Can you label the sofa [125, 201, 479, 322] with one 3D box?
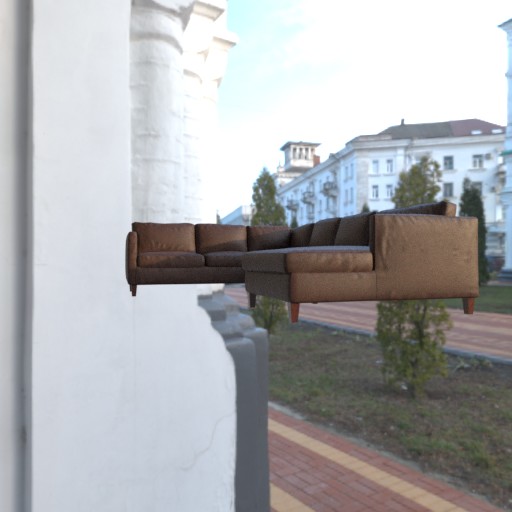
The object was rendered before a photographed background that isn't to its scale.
[{"bbox_3d":[0.000,0.000,4.660,2.593,0.923,3.460,0,0,-17],"label":"sofa"}]
